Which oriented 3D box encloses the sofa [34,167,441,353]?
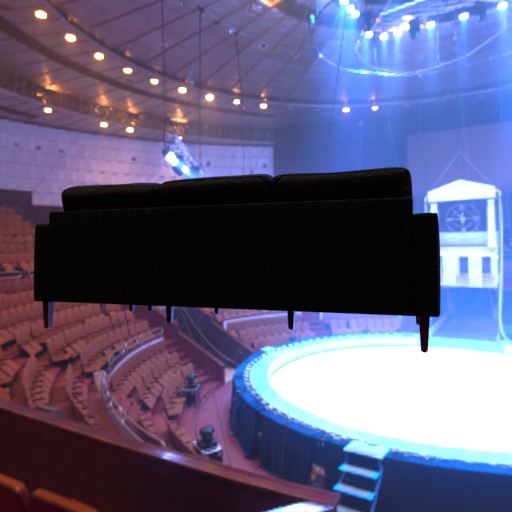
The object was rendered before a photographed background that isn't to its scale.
[{"bbox_3d":[0.000,0.000,2.954,2.185,0.841,1.613,0,0,19],"label":"sofa"}]
